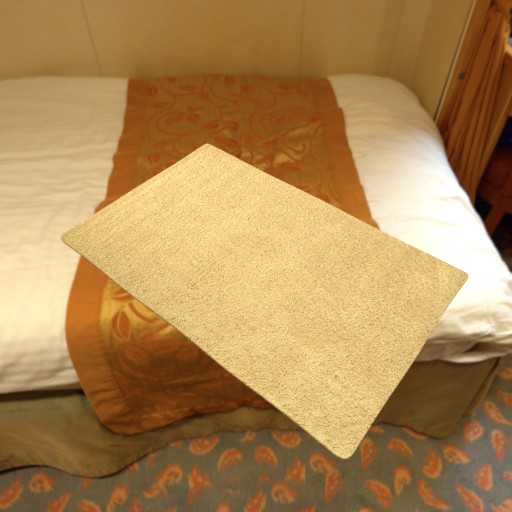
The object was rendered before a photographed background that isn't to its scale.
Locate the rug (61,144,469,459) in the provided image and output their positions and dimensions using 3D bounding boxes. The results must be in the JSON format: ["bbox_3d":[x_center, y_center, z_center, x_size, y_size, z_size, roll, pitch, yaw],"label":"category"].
[{"bbox_3d":[0.000,0.000,2.981,2.349,0.025,1.500,31,55,25],"label":"rug"}]
